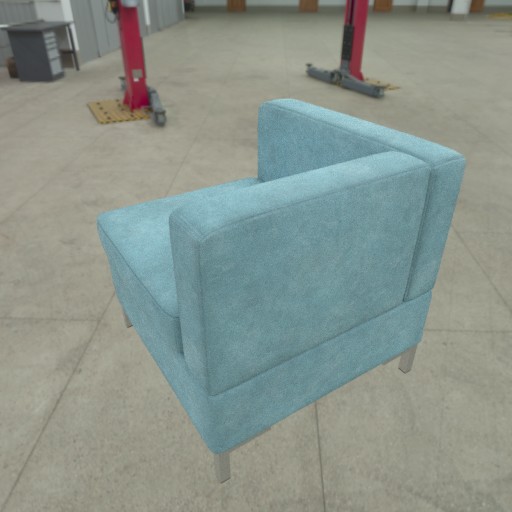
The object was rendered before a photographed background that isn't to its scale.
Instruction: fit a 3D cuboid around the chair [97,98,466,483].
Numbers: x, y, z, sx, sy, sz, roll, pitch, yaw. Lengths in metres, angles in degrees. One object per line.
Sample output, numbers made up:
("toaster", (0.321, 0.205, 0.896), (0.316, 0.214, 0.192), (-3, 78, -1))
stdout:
("chair", (0.000, 0.000, 1.197), (0.684, 0.660, 0.691), (-19, 37, -27))
